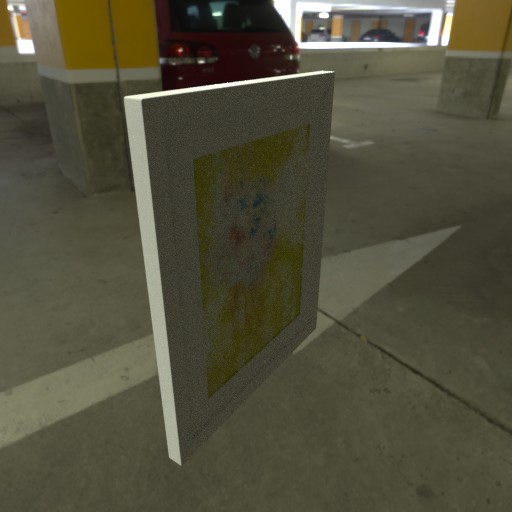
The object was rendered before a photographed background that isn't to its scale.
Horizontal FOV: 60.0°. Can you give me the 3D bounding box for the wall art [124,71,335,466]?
[{"bbox_3d":[0.000,0.000,0.754,0.028,0.556,0.454,17,31,31],"label":"wall art"}]
